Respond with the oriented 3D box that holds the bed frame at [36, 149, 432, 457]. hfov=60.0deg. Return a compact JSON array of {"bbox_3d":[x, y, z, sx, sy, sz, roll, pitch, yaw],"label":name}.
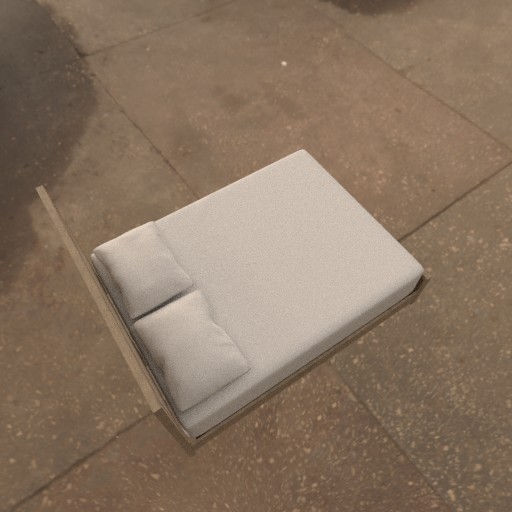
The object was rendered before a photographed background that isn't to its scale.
[{"bbox_3d":[0.000,0.000,3.273,2.189,1.369,1.606,-29,62,-17],"label":"bed frame"}]
